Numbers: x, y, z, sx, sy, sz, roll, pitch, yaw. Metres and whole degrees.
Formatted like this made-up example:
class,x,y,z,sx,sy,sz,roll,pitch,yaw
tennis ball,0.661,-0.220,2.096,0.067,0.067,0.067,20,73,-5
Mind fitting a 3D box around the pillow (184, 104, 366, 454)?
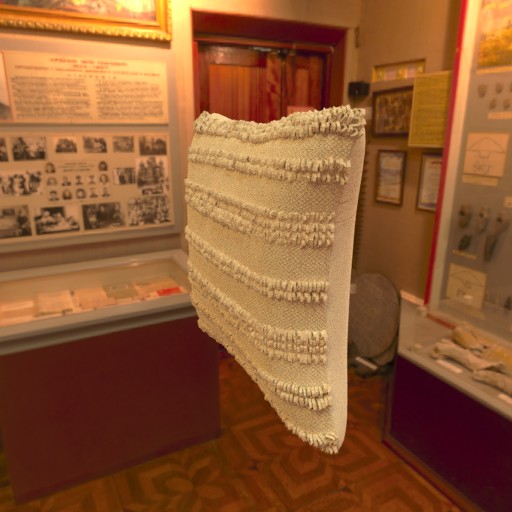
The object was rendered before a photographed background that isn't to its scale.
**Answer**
class,x,y,z,sx,sy,sz,roll,pitch,yaw
pillow,0.000,0.000,0.670,0.145,0.427,0.437,-8,18,-25
